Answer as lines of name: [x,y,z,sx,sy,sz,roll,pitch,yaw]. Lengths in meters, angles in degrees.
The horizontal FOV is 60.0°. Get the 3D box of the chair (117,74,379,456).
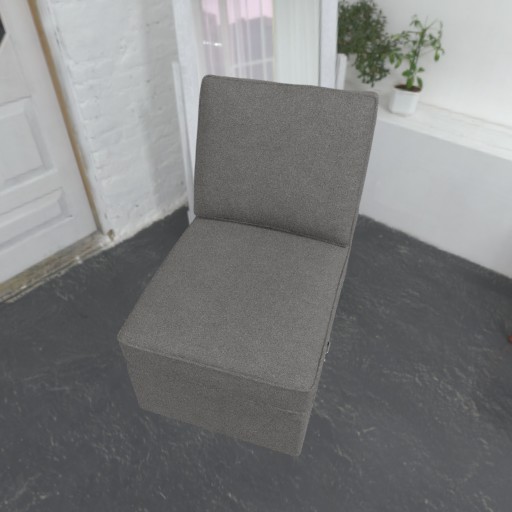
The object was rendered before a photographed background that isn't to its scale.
chair: [0.000,0.000,1.548,0.621,0.970,0.938,12,43,13]
